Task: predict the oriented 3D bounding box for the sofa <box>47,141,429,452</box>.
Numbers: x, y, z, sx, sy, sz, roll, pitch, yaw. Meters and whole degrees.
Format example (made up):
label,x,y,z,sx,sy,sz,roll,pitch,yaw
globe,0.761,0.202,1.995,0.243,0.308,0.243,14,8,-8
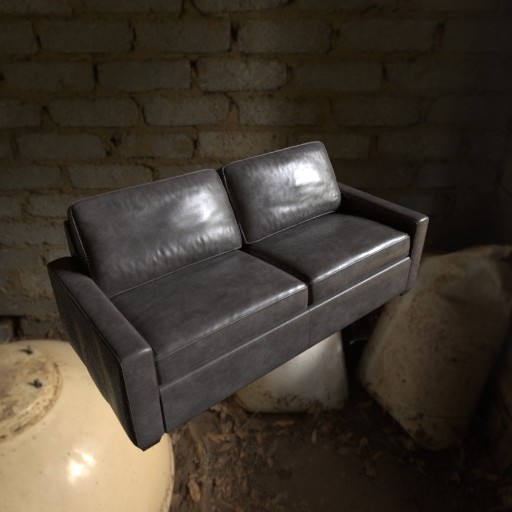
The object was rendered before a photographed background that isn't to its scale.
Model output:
label,x,y,z,sx,sy,sz,roll,pitch,yaw
sofa,0.000,0.000,2.590,2.081,0.916,0.939,-22,37,-33
